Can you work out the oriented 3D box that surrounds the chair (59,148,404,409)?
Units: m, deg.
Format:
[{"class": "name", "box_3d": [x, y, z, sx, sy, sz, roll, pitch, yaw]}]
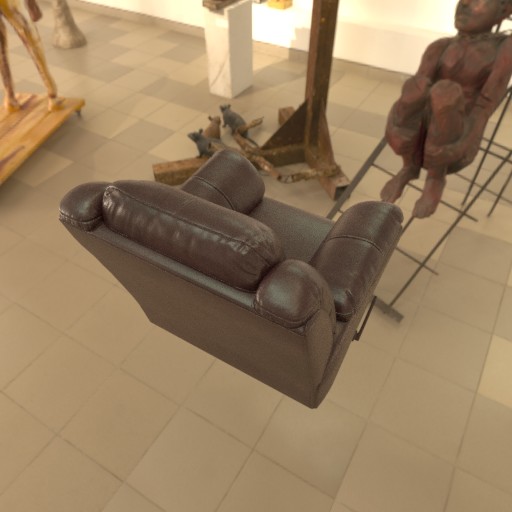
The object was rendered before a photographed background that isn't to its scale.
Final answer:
[{"class": "chair", "box_3d": [0.000, 0.000, 1.879, 0.990, 1.093, 1.041, 23, 50, 21]}]
